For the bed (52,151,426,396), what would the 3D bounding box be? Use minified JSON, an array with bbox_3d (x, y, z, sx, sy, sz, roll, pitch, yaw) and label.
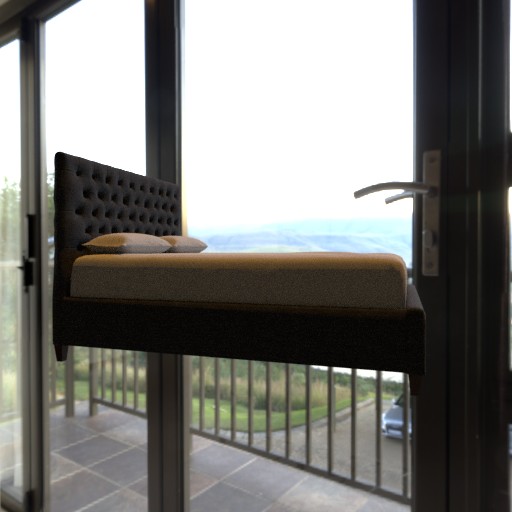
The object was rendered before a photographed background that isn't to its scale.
[{"bbox_3d":[0.000,0.000,3.429,2.387,1.427,1.698,0,1,18],"label":"bed"}]
